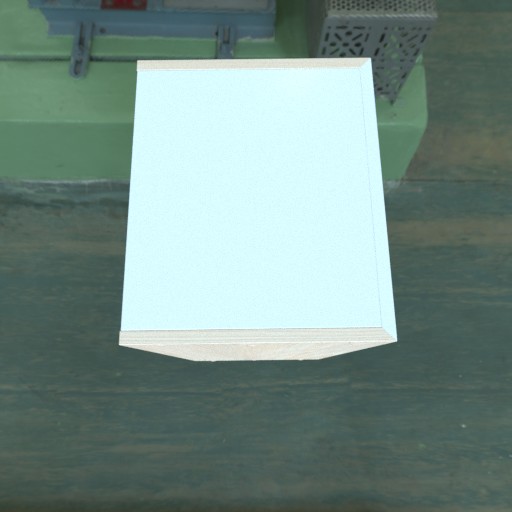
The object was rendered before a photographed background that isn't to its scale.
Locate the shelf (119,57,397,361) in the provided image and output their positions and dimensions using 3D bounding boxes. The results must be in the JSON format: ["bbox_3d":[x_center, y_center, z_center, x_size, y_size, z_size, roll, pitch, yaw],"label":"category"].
[{"bbox_3d":[0.000,0.000,0.795,0.290,0.600,0.350,-1,75,0],"label":"shelf"}]
